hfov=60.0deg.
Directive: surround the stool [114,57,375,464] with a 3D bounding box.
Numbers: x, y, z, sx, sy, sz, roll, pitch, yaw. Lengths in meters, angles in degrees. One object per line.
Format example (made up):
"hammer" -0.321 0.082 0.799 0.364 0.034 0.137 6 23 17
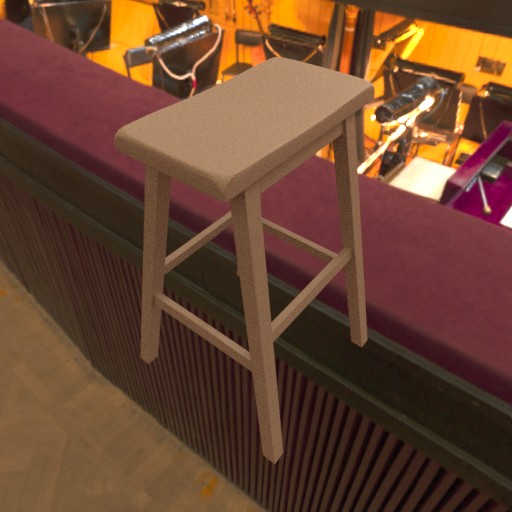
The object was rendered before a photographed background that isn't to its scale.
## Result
"stool" 0.000 0.000 1.034 0.476 0.737 0.457 28 50 27
